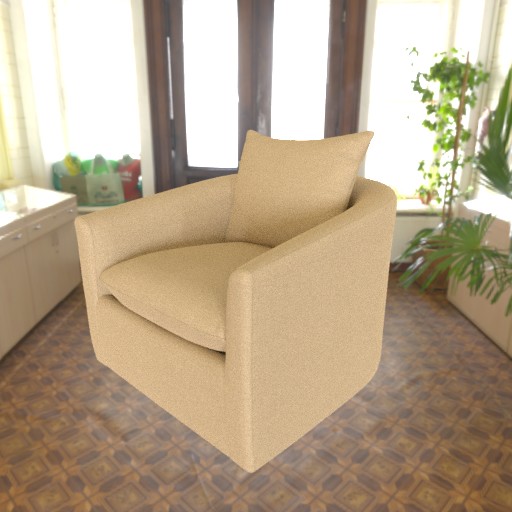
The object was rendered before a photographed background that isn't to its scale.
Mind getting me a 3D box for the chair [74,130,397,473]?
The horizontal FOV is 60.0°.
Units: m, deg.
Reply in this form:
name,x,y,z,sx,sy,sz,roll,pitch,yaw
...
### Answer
name,x,y,z,sx,sy,sz,roll,pitch,yaw
chair,0.000,0.000,1.557,0.845,0.848,0.910,16,23,42
